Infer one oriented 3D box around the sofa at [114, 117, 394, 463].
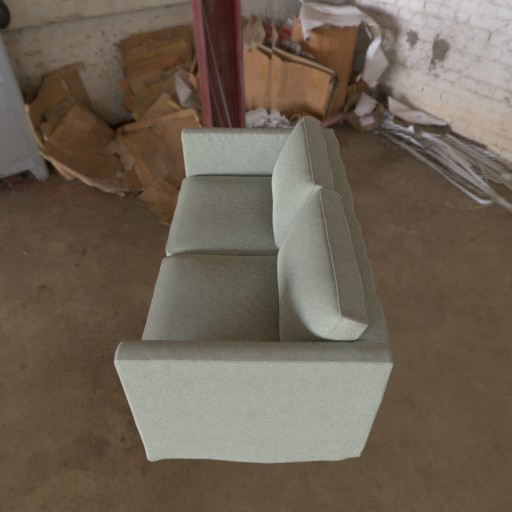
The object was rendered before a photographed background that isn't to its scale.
[{"bbox_3d":[0.000,0.000,2.255,0.944,0.830,1.727,0,42,1],"label":"sofa"}]
